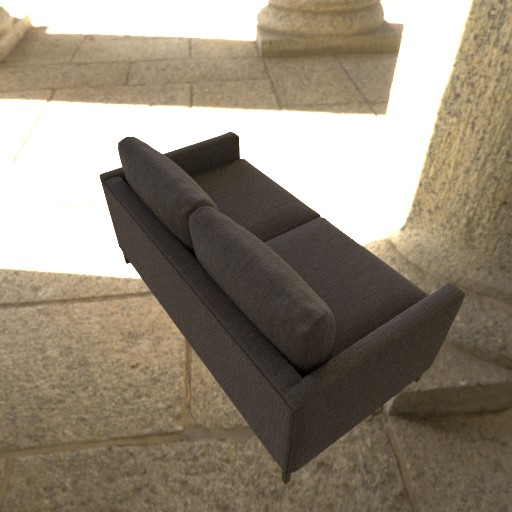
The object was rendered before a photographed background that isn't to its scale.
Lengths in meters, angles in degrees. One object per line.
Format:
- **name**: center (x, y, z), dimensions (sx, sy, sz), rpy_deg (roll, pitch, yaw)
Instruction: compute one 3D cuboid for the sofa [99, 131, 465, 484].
- **sofa**: center (0.000, 0.000, 2.157), dimensions (0.875, 0.840, 1.682), rpy_deg (-26, 48, -25)
